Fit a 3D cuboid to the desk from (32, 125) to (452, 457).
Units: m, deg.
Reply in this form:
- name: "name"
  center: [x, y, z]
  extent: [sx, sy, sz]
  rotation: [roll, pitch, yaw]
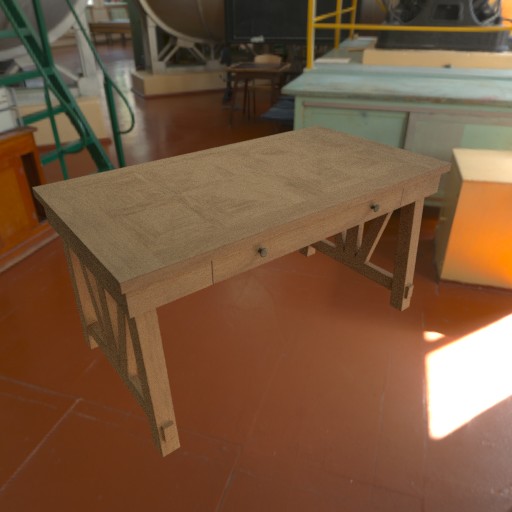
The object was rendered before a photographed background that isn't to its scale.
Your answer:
- name: "desk"
  center: [0.000, 0.000, 1.978]
  extent: [1.499, 0.762, 0.813]
  rotation: [-22, 37, -32]
